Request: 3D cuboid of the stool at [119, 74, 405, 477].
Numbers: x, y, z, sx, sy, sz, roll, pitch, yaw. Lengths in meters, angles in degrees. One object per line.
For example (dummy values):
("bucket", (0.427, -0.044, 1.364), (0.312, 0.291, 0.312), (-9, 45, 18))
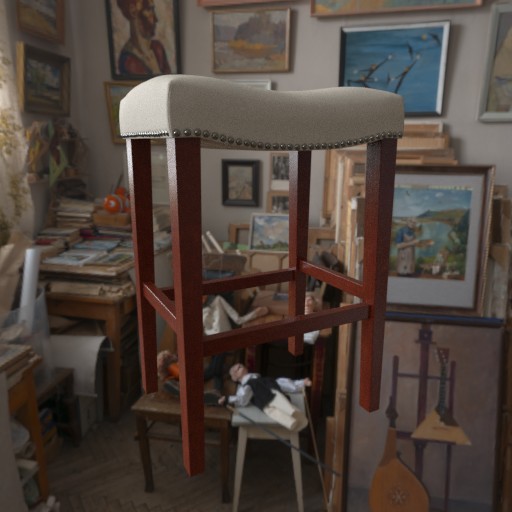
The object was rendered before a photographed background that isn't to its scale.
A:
("stool", (0.000, 0.000, 1.022), (0.504, 0.742, 0.372), (-8, 16, -27))
